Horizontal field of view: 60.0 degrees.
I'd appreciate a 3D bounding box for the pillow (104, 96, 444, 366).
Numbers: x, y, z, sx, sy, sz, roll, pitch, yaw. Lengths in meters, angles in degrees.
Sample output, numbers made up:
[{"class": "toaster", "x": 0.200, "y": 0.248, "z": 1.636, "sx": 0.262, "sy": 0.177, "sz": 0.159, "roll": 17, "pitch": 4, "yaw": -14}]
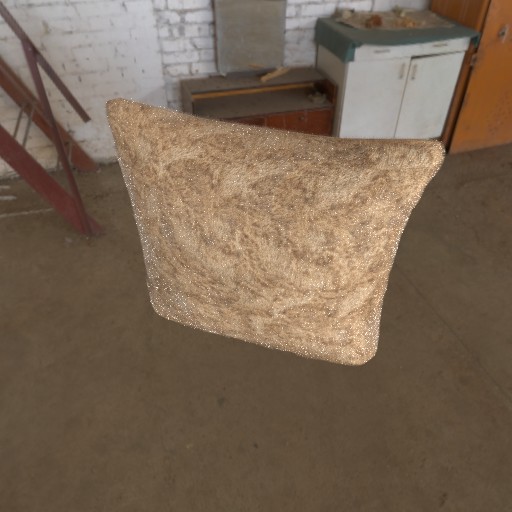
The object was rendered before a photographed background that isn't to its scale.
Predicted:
[{"class": "pillow", "x": 0.000, "y": 0.000, "z": 0.817, "sx": 0.538, "sy": 0.525, "sz": 0.216, "roll": 12, "pitch": 43, "yaw": 13}]
